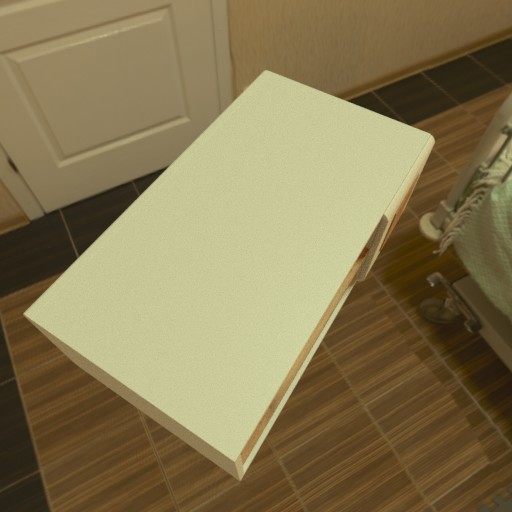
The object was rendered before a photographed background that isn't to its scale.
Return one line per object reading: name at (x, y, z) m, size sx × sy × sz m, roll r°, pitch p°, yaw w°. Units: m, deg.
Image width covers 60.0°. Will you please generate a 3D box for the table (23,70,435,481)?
table at (0.000, 0.000, 1.395) m, size 0.639 × 0.442 × 1.097 m, roll 28°, pitch 62°, yaw 16°
